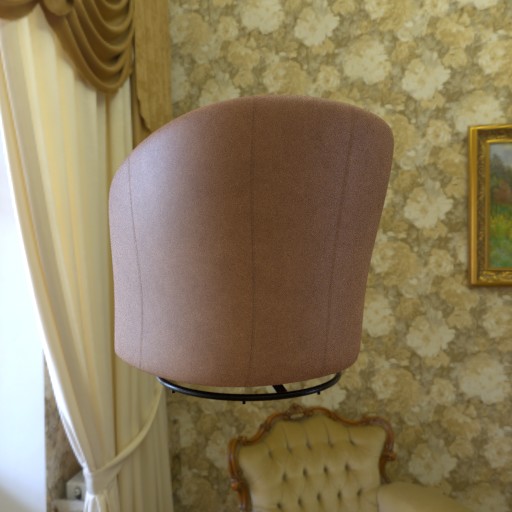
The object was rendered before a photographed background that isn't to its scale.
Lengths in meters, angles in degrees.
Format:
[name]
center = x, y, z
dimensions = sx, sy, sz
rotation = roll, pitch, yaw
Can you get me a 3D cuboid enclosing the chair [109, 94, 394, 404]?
[chair]
center = 0.000, 0.000, 1.417
dimensions = 0.791, 0.771, 0.815
rotation = 0, 0, -36
